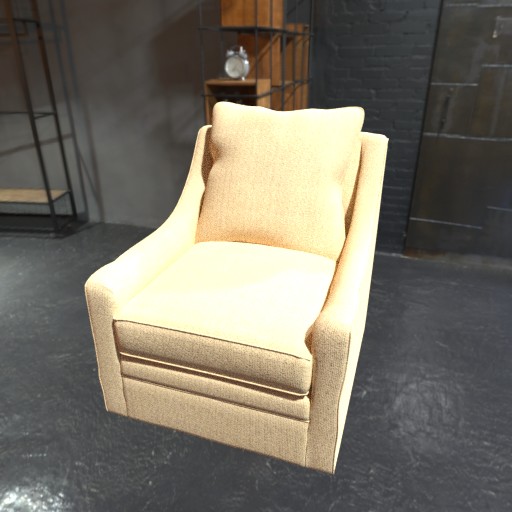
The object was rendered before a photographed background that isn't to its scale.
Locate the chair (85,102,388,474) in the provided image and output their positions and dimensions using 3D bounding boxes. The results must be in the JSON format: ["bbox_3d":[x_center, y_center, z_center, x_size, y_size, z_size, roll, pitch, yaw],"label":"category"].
[{"bbox_3d":[0.000,0.000,1.527,0.760,0.927,0.876,8,26,17],"label":"chair"}]
